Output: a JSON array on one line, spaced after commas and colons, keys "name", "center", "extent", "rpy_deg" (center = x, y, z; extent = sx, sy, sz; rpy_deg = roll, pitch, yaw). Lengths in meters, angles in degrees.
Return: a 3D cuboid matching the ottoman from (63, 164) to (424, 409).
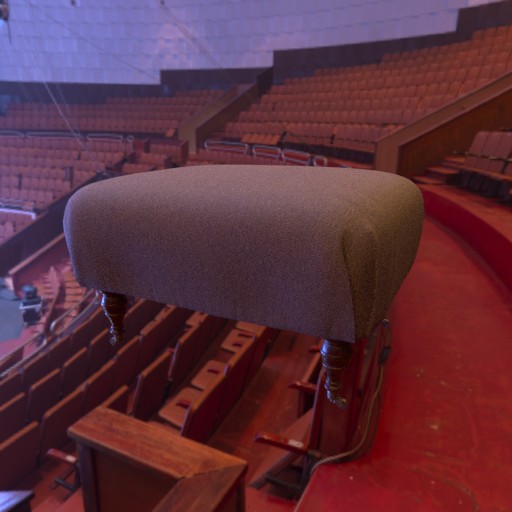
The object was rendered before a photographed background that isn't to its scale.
[{"name": "ottoman", "center": [0.000, 0.000, 1.131], "extent": [0.747, 0.450, 0.622], "rpy_deg": [8, 17, 26]}]
